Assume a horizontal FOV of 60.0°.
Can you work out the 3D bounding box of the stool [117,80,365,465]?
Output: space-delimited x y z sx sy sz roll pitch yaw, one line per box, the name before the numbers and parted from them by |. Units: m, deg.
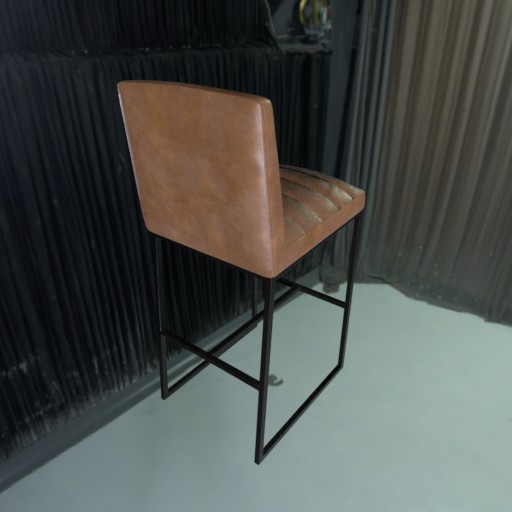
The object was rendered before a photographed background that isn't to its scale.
stool | 0.000 0.000 1.388 0.463 1.065 0.562 20 35 33
